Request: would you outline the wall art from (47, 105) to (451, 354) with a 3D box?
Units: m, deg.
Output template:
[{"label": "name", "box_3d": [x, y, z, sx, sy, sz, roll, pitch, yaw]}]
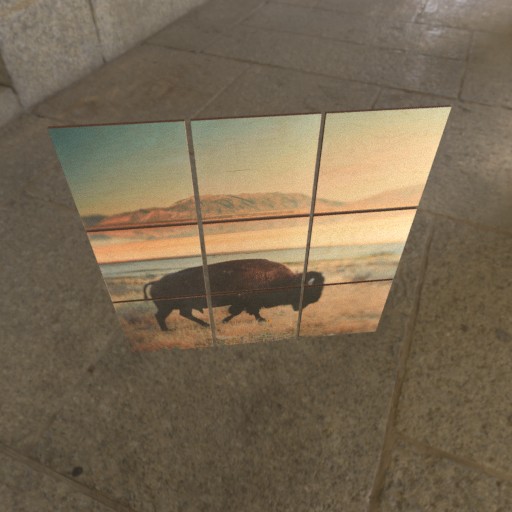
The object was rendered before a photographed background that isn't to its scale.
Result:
[{"label": "wall art", "box_3d": [0.000, 0.000, 1.776, 1.221, 1.218, 0.019, -4, 46, -4]}]
